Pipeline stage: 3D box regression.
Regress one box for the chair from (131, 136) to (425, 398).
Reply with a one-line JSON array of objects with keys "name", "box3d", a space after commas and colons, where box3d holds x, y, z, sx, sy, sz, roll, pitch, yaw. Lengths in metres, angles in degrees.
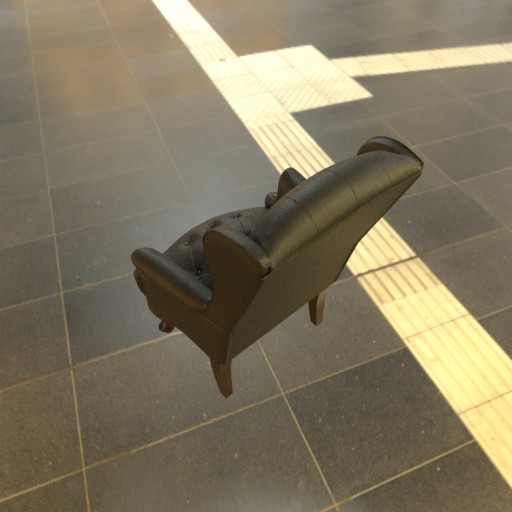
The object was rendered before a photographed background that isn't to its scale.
[{"name": "chair", "box3d": [0.000, 0.000, 1.742, 0.831, 1.133, 0.822, -32, 54, -27]}]
